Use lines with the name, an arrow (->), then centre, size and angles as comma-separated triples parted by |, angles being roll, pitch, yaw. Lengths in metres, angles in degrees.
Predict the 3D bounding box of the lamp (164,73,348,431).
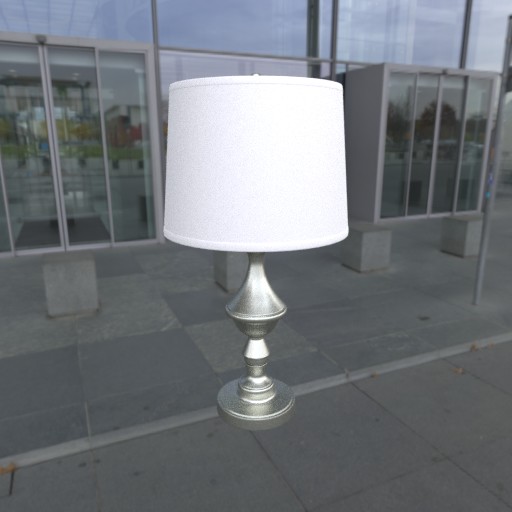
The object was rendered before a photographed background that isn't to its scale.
lamp -> 0.000, 0.000, 0.952 | 0.383, 0.733, 0.383 | 0, 15, 0
